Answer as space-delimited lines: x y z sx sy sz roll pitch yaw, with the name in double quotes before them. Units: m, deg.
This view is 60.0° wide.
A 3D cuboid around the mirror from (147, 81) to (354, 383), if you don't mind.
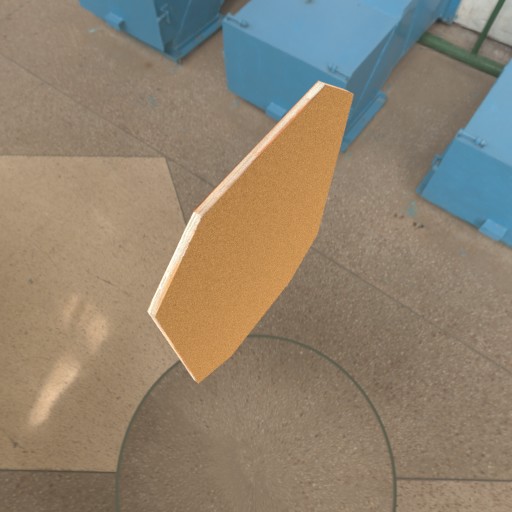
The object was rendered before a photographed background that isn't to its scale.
"mirror" 0.000 0.000 1.287 0.061 1.015 0.709 34 69 15
